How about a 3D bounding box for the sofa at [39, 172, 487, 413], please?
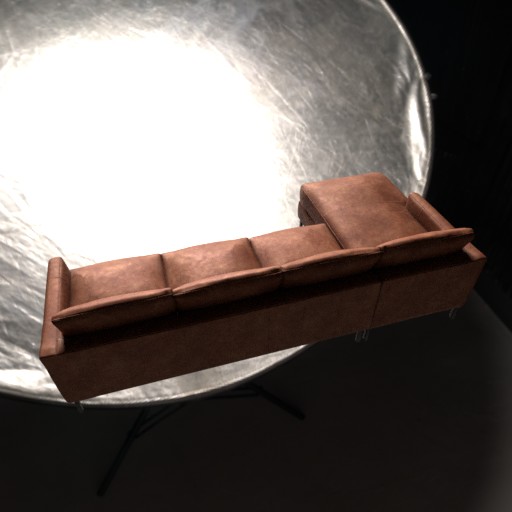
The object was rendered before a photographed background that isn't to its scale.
[{"bbox_3d":[0.000,0.000,3.470,2.993,0.859,1.471,-11,43,-12],"label":"sofa"}]
